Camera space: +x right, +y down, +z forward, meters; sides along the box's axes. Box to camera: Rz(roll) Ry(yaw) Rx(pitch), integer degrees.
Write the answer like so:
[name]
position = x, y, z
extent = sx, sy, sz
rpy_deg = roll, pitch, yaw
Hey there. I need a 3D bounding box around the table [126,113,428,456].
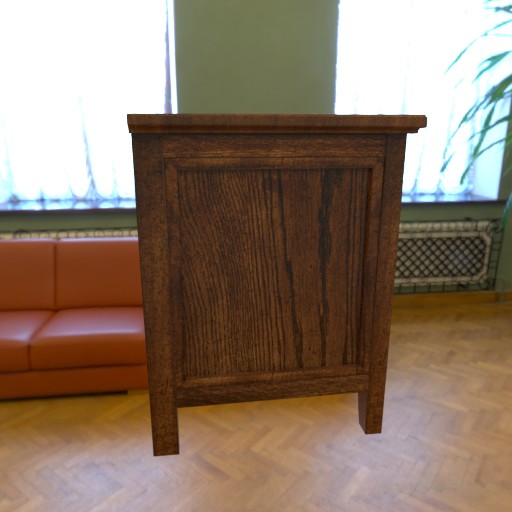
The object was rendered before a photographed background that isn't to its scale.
[table]
position = 0.000, 0.000, 1.018
extent = 0.461, 0.597, 0.586
rpy_deg = -2, 15, -8
